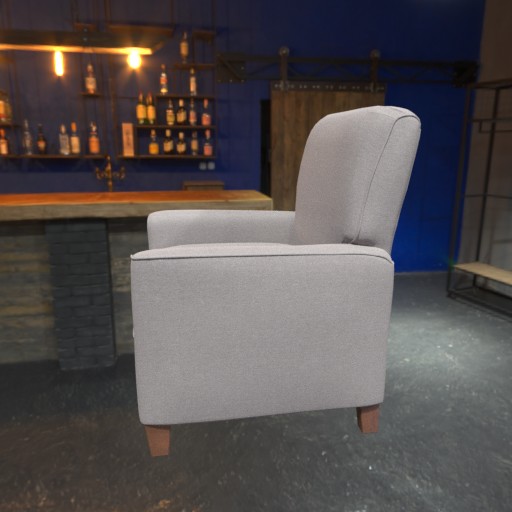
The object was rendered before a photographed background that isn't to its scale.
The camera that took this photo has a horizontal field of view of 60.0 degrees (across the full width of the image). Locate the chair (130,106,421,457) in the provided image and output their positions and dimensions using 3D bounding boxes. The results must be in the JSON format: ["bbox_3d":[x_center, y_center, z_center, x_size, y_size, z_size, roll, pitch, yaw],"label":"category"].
[{"bbox_3d":[0.000,0.000,1.620,0.859,1.023,0.845,-2,14,-9],"label":"chair"}]
